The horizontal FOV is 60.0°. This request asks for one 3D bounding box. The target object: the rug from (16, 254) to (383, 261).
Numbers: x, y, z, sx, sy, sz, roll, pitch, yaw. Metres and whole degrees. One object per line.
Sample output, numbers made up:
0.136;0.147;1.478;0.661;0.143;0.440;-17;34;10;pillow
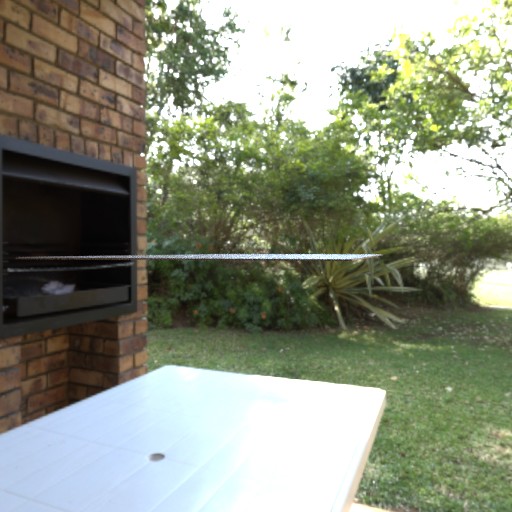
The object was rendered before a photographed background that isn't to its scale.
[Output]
0.000;0.000;2.938;1.519;0.007;2.428;0;1;18;rug
